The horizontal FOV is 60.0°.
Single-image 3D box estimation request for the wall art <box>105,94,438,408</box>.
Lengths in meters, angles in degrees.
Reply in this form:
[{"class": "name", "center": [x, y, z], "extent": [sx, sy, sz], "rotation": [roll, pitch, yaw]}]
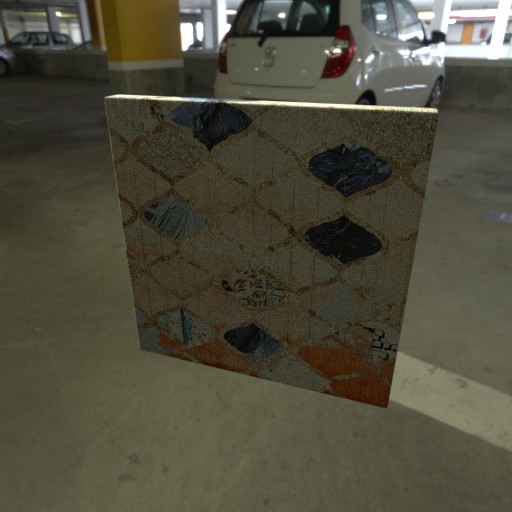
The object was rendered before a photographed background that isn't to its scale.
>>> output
[{"class": "wall art", "center": [0.000, 0.000, 0.767], "extent": [0.507, 0.508, 0.038], "rotation": [9, 27, 17]}]
